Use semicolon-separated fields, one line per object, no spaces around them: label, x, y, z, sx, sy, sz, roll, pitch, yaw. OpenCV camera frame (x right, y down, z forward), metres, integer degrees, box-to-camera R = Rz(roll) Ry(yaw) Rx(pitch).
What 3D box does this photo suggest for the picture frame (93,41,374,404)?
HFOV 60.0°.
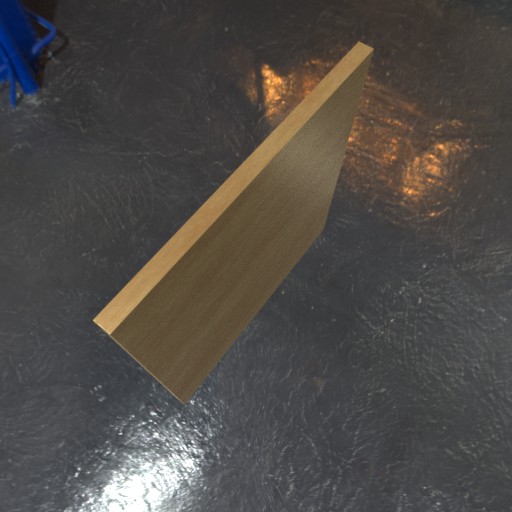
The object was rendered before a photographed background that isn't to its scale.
picture frame;0.000;0.000;1.130;0.037;0.761;0.758;34;69;15
